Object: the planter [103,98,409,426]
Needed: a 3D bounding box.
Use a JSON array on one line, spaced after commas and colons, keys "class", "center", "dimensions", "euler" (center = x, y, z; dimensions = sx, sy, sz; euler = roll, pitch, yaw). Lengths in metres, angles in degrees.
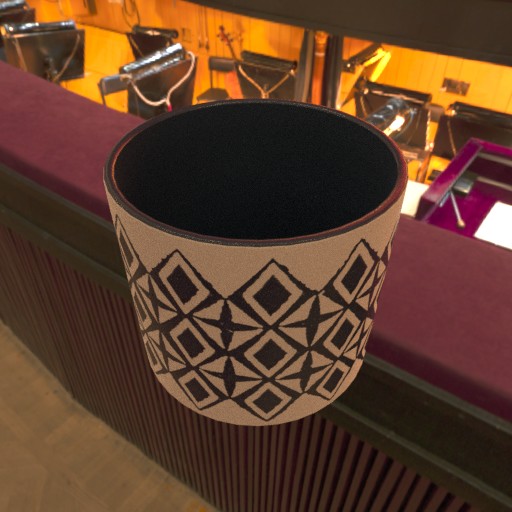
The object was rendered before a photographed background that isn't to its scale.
[{"class": "planter", "center": [0.000, 0.000, 0.282], "dimensions": [0.159, 0.144, 0.159], "euler": [0, 40, 0]}]
